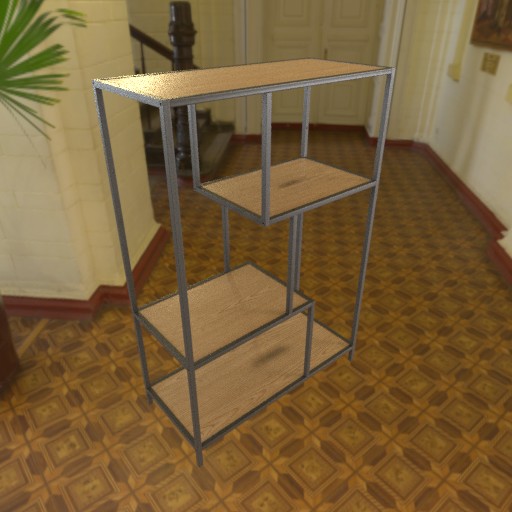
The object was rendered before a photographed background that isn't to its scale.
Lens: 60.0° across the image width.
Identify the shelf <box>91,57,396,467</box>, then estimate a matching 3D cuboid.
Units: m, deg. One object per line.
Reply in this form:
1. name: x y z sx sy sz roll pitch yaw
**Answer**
1. shelf: 0.000 0.000 1.479 0.770 1.138 0.350 -23 37 -34
